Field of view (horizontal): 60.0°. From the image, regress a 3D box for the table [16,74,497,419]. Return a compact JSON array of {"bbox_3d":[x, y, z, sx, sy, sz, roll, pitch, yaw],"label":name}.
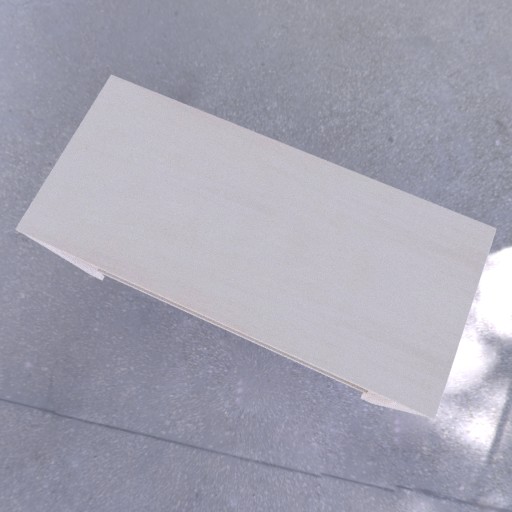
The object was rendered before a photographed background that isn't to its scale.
[{"bbox_3d":[0.000,0.000,1.258,1.016,0.483,0.457,23,76,6],"label":"table"}]
